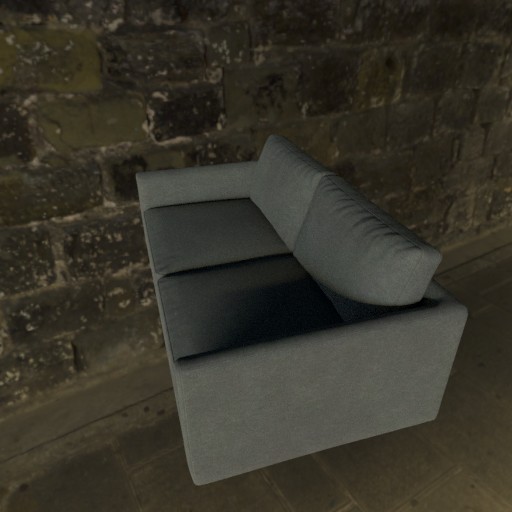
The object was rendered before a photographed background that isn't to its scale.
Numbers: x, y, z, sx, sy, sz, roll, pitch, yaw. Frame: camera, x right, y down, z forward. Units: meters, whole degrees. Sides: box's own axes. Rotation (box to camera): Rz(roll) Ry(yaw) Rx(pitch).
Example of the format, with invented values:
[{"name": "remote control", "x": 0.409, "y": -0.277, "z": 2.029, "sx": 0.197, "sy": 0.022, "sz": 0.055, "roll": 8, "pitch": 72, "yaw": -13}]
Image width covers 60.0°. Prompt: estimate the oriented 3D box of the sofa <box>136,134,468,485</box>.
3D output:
[{"name": "sofa", "x": 0.000, "y": 0.000, "z": 2.381, "sx": 1.091, "sy": 0.845, "sz": 1.909, "roll": -9, "pitch": 31, "yaw": -15}]
